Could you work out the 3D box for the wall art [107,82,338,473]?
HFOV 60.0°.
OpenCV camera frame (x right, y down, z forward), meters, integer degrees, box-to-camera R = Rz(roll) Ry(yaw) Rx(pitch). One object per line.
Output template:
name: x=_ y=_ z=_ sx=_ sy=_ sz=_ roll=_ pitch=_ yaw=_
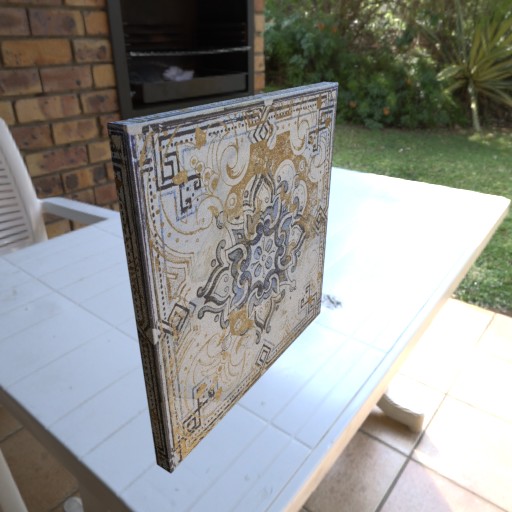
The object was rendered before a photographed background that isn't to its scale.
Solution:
wall art: x=0.000 y=0.000 z=0.891 sx=0.036 sy=0.607 sz=0.609 roll=16 pitch=31 yaw=29
